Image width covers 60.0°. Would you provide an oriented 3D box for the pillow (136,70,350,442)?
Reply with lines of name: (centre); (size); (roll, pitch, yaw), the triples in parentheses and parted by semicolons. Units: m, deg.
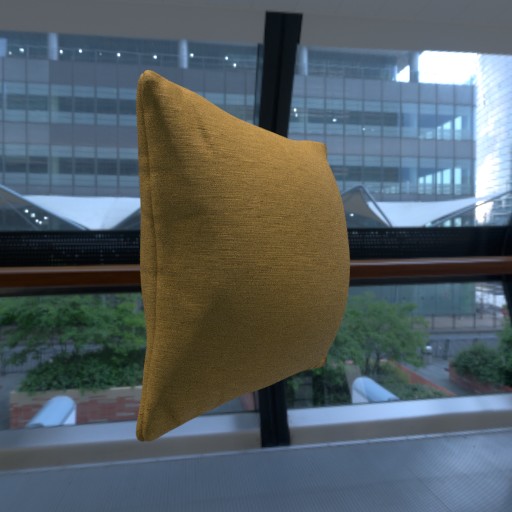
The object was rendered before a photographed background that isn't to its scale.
pillow: (0.000, 0.000, 0.663); (0.247, 0.417, 0.435); (0, 1, 36)
